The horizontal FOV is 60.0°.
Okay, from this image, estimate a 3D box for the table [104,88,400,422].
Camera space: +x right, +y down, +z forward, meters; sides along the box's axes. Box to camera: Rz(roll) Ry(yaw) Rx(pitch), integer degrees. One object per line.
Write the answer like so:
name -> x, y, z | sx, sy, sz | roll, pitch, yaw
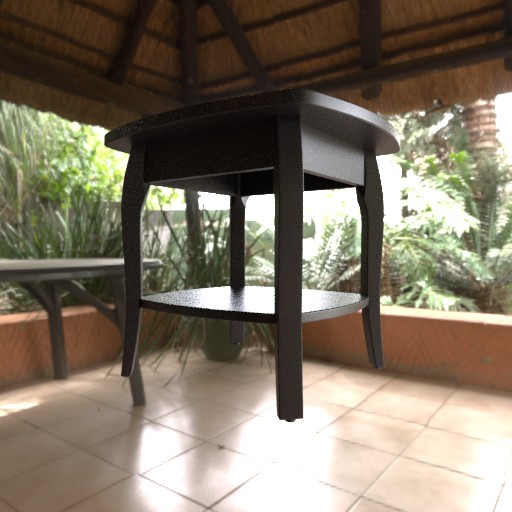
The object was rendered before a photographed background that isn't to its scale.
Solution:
table -> 0.000, 0.000, 0.870 | 0.508, 0.457, 0.457 | 1, 2, 36
